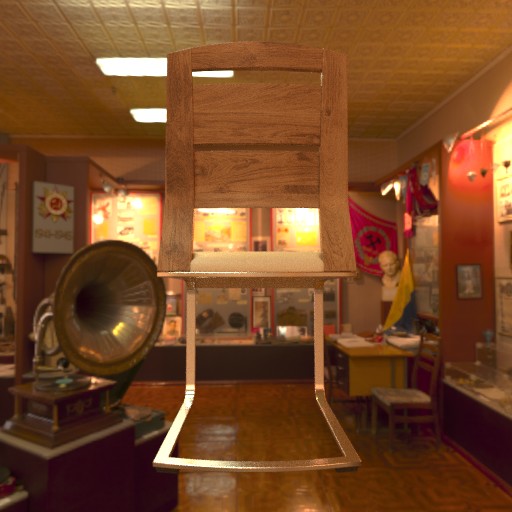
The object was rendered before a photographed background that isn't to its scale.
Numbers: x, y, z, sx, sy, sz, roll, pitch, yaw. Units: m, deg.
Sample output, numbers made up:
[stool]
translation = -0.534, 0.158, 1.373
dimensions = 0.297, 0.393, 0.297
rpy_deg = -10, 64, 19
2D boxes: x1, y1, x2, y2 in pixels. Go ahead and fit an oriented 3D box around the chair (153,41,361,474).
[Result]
[chair]
translation = 0.000, 0.000, 1.230
dimensions = 0.457, 0.955, 0.561
rpy_deg = 0, -2, -1
